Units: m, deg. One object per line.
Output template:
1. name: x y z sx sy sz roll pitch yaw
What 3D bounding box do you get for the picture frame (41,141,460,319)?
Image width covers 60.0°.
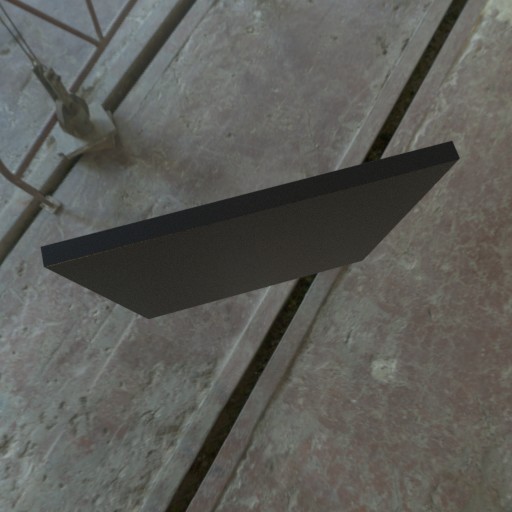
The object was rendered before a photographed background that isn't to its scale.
1. picture frame: 0.000 0.000 0.847 0.559 0.557 0.029 -15 76 -4
